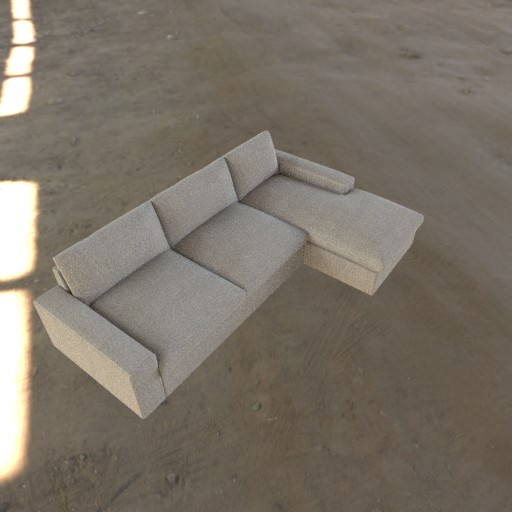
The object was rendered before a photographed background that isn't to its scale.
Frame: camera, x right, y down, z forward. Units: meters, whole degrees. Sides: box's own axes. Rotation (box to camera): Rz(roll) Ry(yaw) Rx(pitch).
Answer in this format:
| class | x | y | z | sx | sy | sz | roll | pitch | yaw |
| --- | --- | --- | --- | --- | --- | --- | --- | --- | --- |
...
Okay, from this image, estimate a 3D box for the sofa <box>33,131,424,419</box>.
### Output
| class | x | y | z | sx | sy | sz | roll | pitch | yaw |
| --- | --- | --- | --- | --- | --- | --- | --- | --- | --- |
| sofa | 0.000 | 0.000 | 3.449 | 1.689 | 0.813 | 2.718 | 26 | 48 | 27 |
